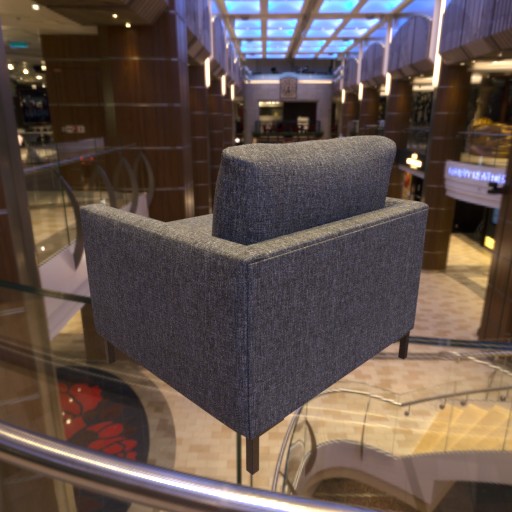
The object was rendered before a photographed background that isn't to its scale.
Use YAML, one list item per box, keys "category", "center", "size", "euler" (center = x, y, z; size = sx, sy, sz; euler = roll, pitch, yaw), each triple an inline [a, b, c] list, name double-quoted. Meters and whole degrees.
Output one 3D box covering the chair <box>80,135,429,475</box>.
- category: "chair"
  center: [0.000, 0.000, 1.641]
  size: [0.963, 0.861, 0.866]
  euler: [-17, 24, -42]
